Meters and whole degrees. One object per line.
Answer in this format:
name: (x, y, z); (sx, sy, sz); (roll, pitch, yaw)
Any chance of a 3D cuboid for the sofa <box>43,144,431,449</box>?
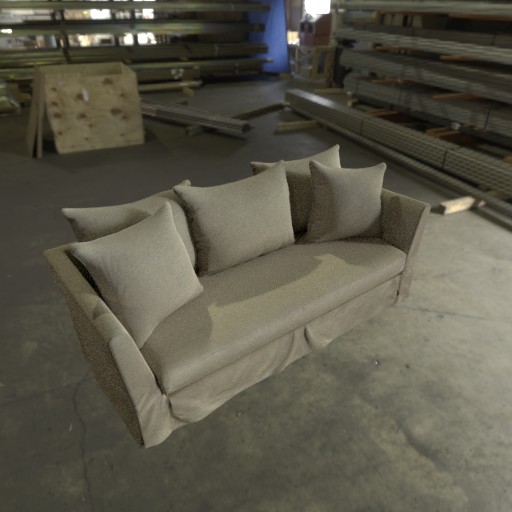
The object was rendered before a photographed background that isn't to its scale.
sofa: (0.000, 0.000, 2.868); (2.290, 1.034, 1.031); (-21, 36, -32)
